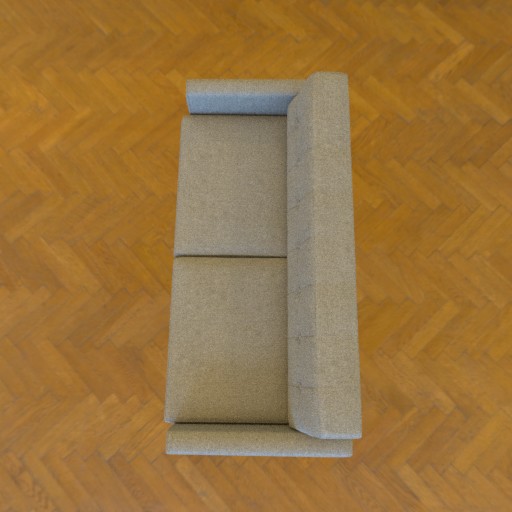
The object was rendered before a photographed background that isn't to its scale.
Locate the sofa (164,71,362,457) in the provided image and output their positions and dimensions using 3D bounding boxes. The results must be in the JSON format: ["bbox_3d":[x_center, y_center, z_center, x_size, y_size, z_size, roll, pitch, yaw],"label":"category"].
[{"bbox_3d":[0.000,0.000,2.517,0.968,0.873,2.055,1,77,0],"label":"sofa"}]
